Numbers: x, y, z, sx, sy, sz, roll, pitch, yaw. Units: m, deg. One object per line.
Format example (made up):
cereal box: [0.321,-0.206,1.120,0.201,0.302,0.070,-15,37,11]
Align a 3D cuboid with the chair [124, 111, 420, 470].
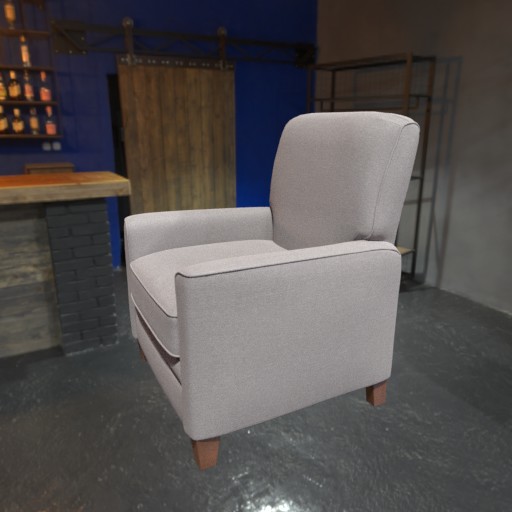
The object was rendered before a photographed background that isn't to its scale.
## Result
chair: [0.000,0.000,1.650,0.859,1.023,0.845,-9,19,-26]
